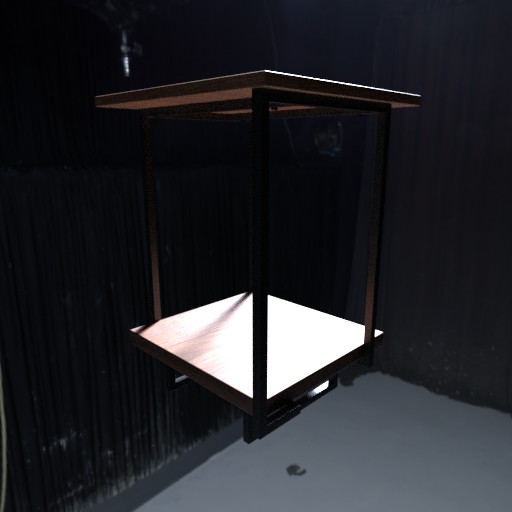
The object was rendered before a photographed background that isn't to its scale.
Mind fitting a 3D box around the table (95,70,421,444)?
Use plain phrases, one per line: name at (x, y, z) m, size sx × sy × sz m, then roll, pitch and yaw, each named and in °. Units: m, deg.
table at (0.000, 0.000, 0.832) m, size 0.411 × 0.567 × 0.384 m, roll 14°, pitch 20°, yaw 43°
